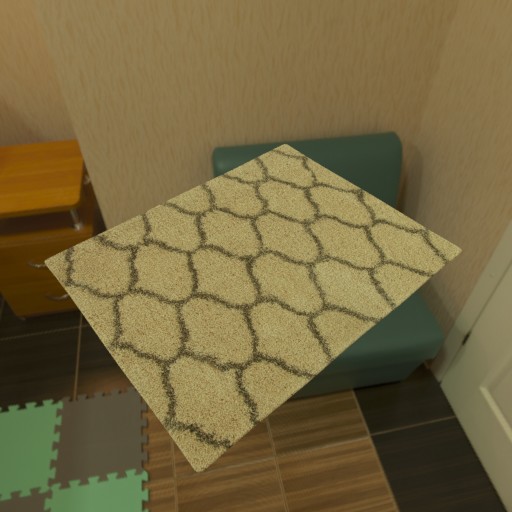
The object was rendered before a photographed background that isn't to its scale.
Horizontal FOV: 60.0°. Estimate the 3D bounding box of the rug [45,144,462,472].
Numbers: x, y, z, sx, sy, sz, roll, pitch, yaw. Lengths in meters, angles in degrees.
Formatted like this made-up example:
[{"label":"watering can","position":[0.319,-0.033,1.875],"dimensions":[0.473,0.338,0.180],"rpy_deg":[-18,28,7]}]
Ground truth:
[{"label":"rug","position":[0.000,0.000,4.050],"dimensions":[3.000,0.026,2.399],"rpy_deg":[-32,54,-27]}]
